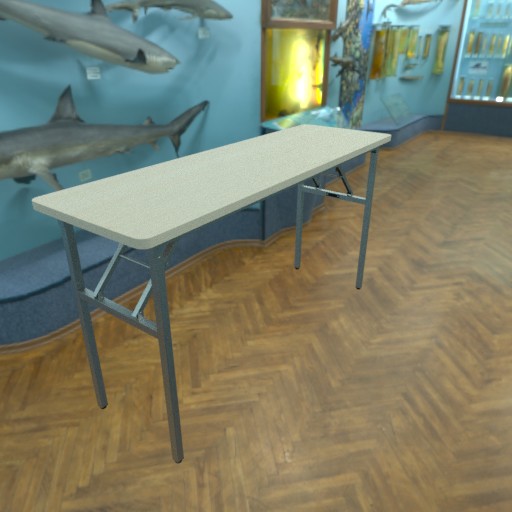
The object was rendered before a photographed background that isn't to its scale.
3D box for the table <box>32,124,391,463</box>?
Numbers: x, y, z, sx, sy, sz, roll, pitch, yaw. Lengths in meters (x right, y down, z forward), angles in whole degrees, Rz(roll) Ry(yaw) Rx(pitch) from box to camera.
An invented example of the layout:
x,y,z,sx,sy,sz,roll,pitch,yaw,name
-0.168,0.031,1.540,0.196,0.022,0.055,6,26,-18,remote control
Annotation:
x,y,z,sx,sy,sz,roll,pitch,yaw,name
0.000,0.000,1.699,0.446,0.750,1.397,18,31,32,table
